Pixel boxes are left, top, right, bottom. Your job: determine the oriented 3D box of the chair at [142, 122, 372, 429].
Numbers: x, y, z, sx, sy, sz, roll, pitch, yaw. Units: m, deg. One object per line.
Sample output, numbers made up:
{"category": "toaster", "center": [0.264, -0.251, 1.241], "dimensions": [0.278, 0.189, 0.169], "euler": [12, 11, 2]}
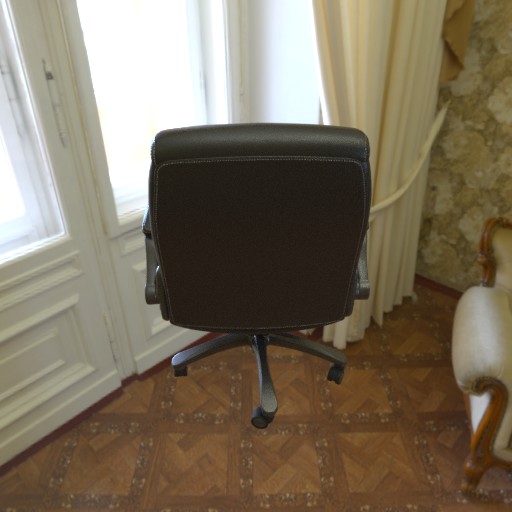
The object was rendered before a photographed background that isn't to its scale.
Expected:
{"category": "chair", "center": [0.000, 0.000, 1.629], "dimensions": [0.782, 1.110, 0.724], "euler": [-1, 31, -2]}
